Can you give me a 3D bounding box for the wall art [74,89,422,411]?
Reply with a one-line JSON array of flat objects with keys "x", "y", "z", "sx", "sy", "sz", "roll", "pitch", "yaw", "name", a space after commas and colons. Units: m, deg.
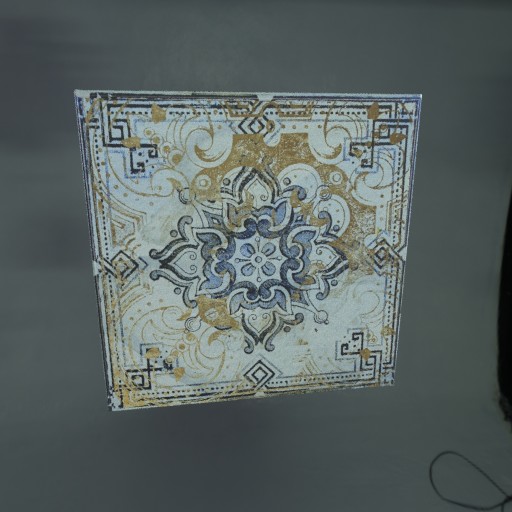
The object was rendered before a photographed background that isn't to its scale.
[{"x": 0.000, "y": 0.000, "z": 0.593, "sx": 0.411, "sy": 0.410, "sz": 0.038, "roll": -2, "pitch": 16, "yaw": -9, "name": "wall art"}]
